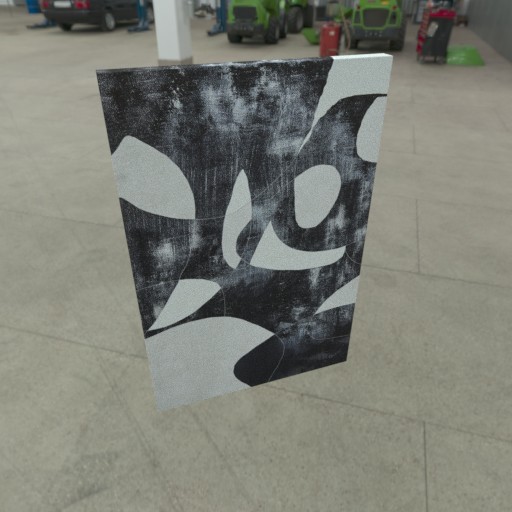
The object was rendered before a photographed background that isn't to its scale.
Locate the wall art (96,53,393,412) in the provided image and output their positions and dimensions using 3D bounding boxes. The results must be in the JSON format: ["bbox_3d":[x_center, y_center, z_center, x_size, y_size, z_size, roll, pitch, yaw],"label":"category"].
[{"bbox_3d":[0.000,0.000,1.128,0.610,0.915,0.041,-11,34,-16],"label":"wall art"}]
